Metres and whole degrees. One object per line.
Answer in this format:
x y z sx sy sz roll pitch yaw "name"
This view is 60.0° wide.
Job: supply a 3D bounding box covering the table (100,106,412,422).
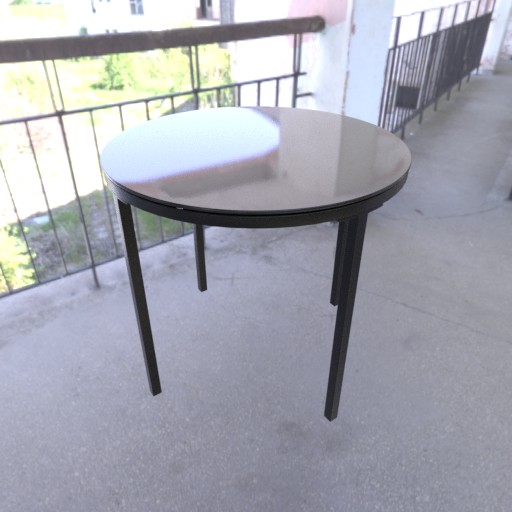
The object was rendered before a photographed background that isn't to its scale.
0.000 0.000 0.857 0.499 0.443 0.499 0 32 0 "table"
